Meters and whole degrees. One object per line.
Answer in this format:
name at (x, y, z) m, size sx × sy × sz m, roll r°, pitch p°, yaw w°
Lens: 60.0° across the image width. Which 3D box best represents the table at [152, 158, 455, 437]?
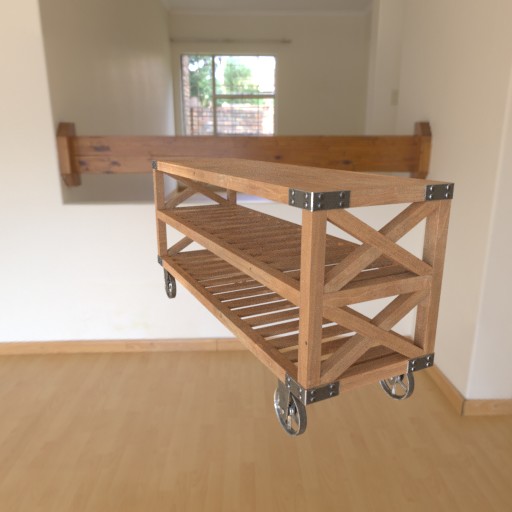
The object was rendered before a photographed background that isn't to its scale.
table at (0.000, 0.000, 1.818) m, size 0.467 × 0.711 × 1.487 m, roll -7°, pitch 17°, yaw -26°
